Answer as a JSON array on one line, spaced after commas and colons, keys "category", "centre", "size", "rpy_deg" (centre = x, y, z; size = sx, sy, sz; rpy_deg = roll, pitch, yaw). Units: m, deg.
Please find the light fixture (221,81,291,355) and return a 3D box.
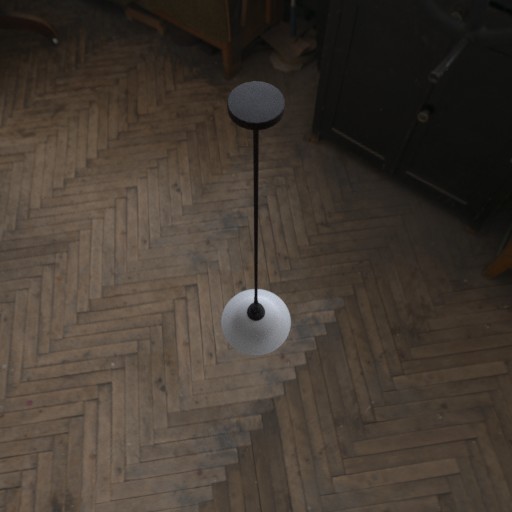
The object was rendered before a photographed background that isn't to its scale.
[{"category": "light fixture", "centre": [0.000, 0.000, 1.468], "size": [0.324, 1.337, 0.324], "rpy_deg": [-2, 63, -1]}]
